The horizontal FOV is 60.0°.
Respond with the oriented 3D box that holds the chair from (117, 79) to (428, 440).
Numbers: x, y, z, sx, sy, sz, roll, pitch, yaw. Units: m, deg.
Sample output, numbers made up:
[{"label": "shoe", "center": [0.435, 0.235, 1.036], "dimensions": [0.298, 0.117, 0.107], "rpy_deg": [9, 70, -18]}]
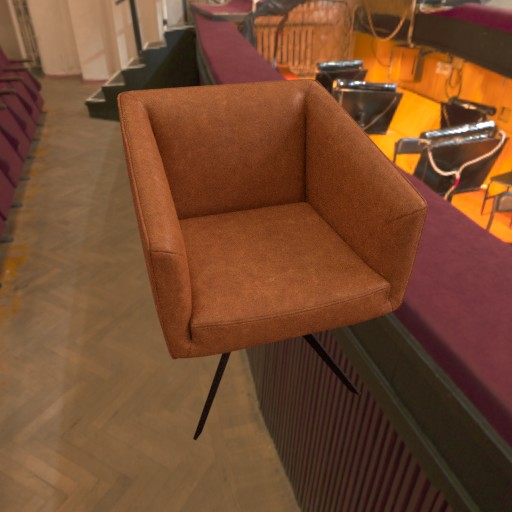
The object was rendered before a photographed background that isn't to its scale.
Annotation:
[{"label": "chair", "center": [0.000, 0.000, 1.200], "dimensions": [0.588, 0.760, 0.625], "rpy_deg": [-10, 34, -15]}]
